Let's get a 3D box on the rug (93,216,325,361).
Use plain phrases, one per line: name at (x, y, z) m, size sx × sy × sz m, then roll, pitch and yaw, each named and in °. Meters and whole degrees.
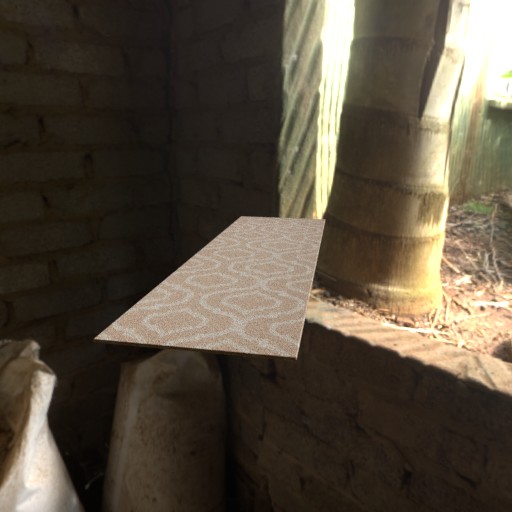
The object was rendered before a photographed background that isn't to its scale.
rug at (0.000, 0.000, 2.517) m, size 0.691 × 0.013 × 2.289 m, roll 3°, pitch 16°, yaw 10°
